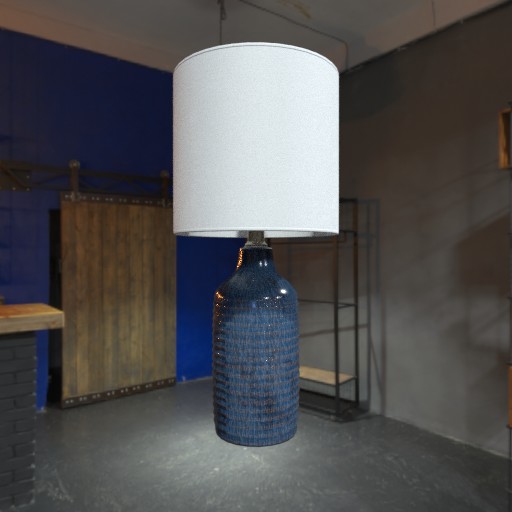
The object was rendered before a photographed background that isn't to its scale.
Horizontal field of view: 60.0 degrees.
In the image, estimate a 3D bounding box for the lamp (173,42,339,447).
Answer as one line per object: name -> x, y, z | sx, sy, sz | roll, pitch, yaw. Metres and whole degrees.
lamp -> 0.000, 0.000, 0.602 | 0.220, 0.475, 0.220 | 0, 0, -35
